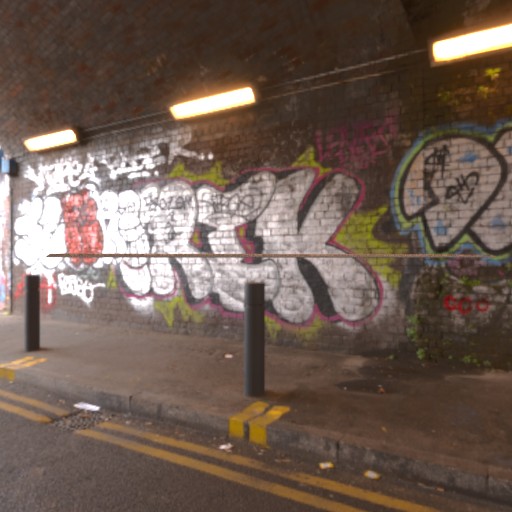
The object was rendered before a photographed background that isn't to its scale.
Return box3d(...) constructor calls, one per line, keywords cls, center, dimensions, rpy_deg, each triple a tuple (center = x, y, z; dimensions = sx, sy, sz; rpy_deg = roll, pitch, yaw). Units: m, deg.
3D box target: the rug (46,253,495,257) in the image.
box3d(cls="rug", center=(0.000, 0.000, 3.636), dimensions=(2.901, 0.026, 2.043), rpy_deg=(0, 0, -19))
